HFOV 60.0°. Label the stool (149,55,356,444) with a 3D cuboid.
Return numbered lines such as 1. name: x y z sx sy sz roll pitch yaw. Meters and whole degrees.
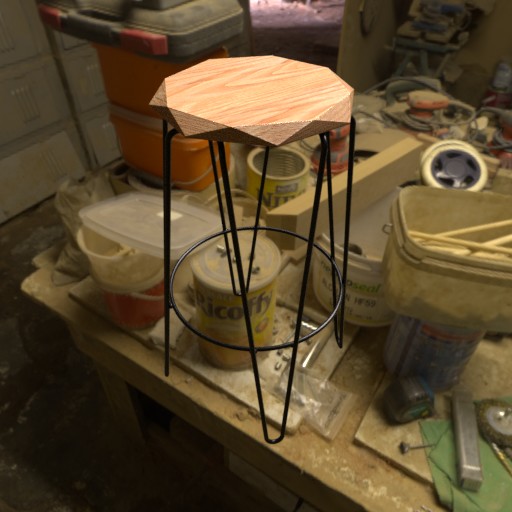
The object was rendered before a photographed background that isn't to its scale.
1. stool: 0.000 0.000 0.794 0.326 0.610 0.326 24 47 25
